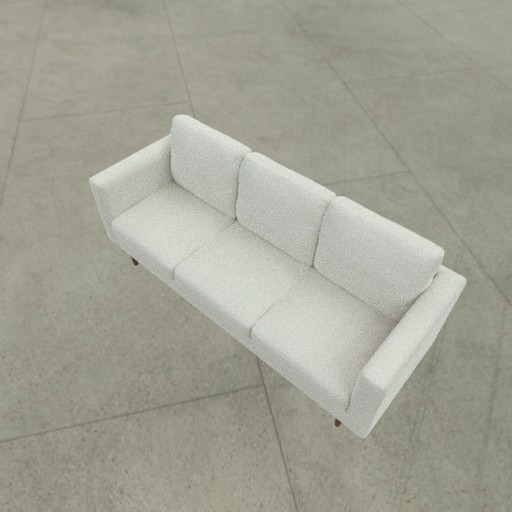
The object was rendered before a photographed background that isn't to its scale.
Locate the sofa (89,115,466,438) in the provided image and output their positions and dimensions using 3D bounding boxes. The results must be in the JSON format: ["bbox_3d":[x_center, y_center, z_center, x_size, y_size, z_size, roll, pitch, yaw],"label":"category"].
[{"bbox_3d":[0.000,0.000,2.553,2.029,0.912,0.802,33,56,26],"label":"sofa"}]
